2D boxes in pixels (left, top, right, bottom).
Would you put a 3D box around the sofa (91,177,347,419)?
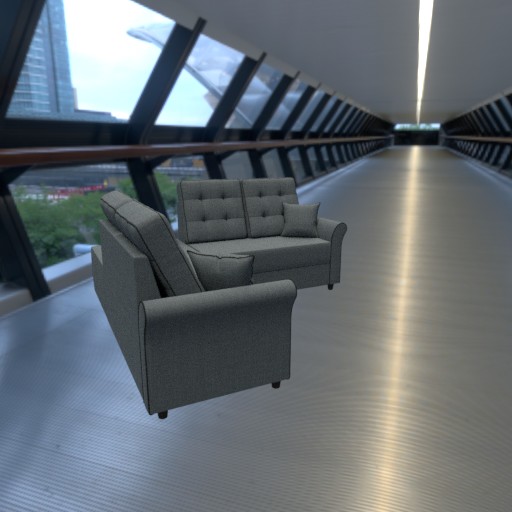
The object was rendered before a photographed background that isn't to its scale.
[{"bbox_3d":[0.000,0.000,3.234,2.070,0.988,2.068,-7,16,-25],"label":"sofa"}]
